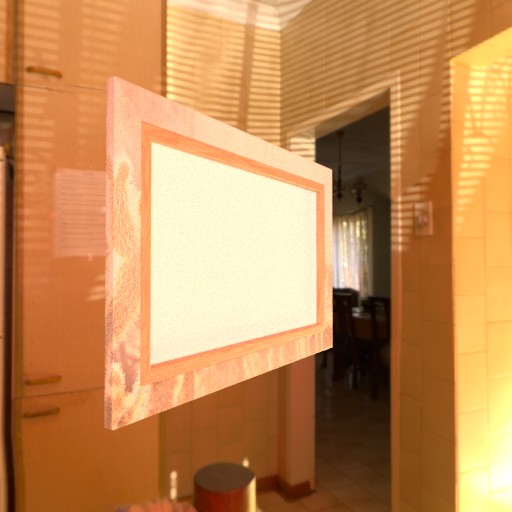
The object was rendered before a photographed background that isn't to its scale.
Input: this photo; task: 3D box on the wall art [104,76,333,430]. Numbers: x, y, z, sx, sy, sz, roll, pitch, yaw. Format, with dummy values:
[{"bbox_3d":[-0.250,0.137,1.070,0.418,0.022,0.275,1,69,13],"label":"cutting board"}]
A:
[{"bbox_3d":[0.000,0.000,1.908,0.038,1.012,1.525,-1,-1,34],"label":"wall art"}]
